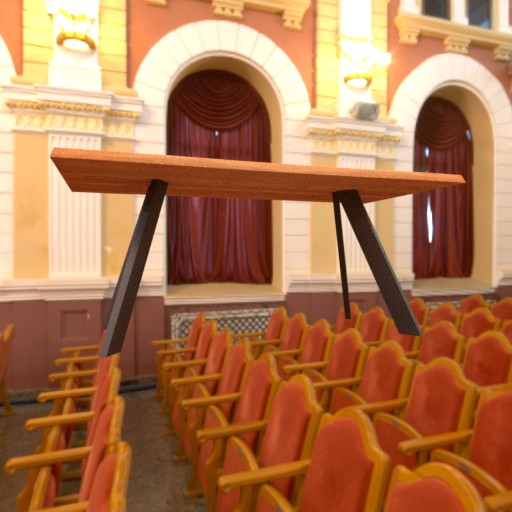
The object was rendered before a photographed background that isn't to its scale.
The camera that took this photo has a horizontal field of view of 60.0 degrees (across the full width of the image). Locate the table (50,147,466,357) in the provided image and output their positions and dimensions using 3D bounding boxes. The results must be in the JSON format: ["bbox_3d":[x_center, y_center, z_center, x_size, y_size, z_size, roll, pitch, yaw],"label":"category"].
[{"bbox_3d":[0.000,0.000,2.245,1.800,0.770,0.900,0,0,-18],"label":"table"}]
